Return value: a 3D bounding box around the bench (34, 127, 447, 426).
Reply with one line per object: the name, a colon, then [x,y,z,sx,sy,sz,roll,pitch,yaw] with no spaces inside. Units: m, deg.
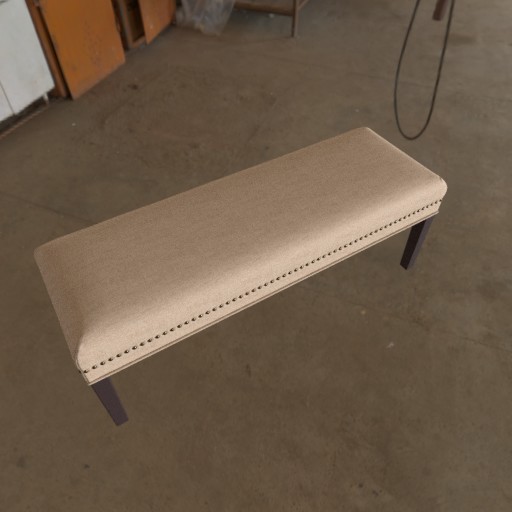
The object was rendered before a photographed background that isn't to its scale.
bench: [0.000,0.000,1.464,1.219,0.457,0.410,-24,52,-21]
